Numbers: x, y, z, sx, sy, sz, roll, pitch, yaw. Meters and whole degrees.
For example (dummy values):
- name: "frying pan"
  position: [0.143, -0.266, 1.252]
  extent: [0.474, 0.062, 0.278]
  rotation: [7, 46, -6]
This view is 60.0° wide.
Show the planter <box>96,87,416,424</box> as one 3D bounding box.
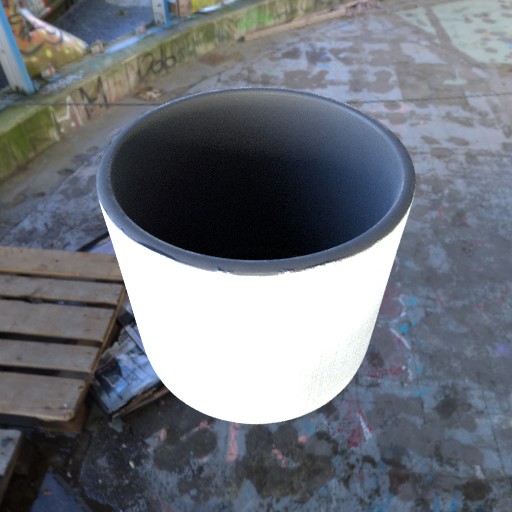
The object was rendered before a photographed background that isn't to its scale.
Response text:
- name: "planter"
  position: [0.000, 0.000, 0.380]
  extent: [0.221, 0.201, 0.221]
  rotation: [0, 46, 0]
